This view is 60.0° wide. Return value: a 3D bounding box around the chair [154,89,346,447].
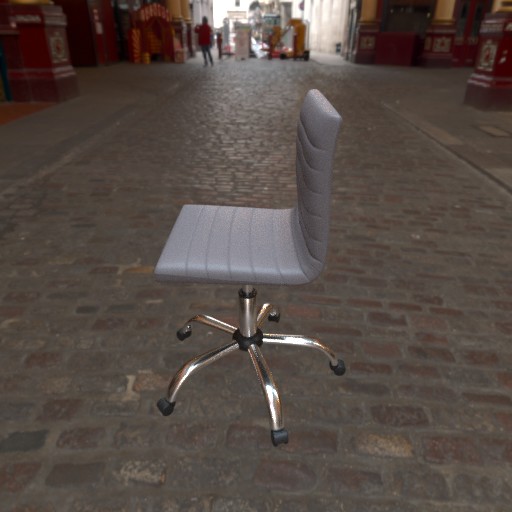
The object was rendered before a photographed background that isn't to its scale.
[{"bbox_3d":[0.000,0.000,1.150,0.530,0.780,0.556,0,27,1],"label":"chair"}]
